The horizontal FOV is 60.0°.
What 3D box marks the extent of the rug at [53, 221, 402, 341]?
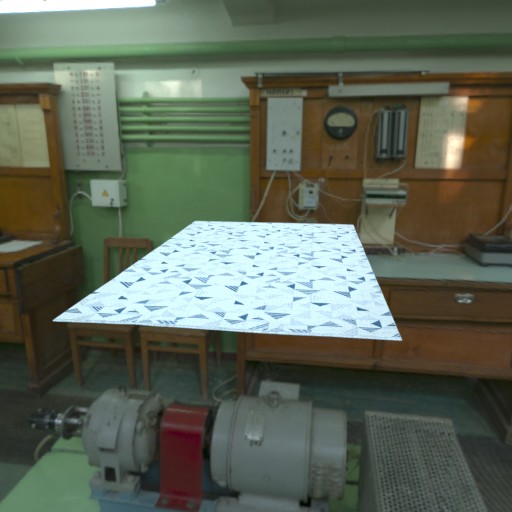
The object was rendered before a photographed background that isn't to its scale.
[{"bbox_3d":[0.000,0.000,3.057,1.512,0.009,2.457,2,15,7],"label":"rug"}]
